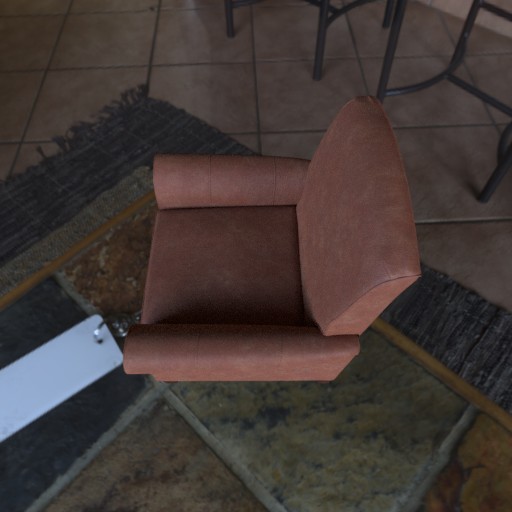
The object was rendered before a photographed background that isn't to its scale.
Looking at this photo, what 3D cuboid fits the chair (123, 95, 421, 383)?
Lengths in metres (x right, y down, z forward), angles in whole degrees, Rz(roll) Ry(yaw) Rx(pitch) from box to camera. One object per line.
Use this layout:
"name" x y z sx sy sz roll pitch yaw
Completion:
"chair" 0.000 0.000 1.767 0.902 1.061 0.978 0 58 0
